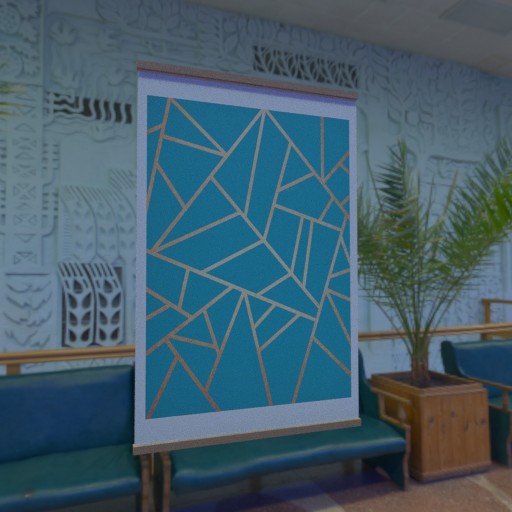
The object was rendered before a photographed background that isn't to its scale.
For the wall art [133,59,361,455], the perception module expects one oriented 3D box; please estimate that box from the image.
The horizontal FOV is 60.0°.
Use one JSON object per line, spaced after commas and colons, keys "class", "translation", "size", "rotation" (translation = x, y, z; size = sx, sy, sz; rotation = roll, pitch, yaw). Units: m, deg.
{"class": "wall art", "translation": [0.000, 0.000, 1.875], "size": [0.990, 1.519, 0.030], "rotation": [1, -2, -19]}
